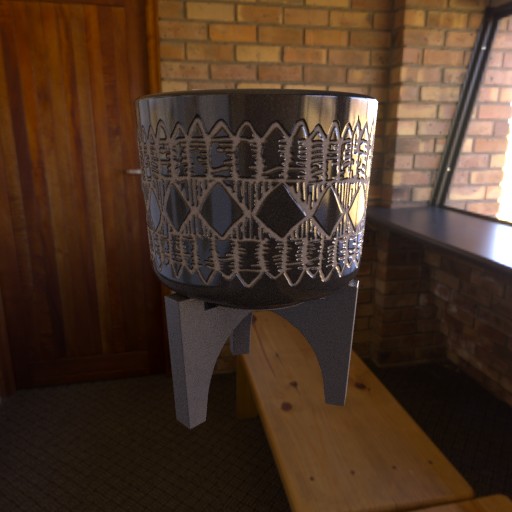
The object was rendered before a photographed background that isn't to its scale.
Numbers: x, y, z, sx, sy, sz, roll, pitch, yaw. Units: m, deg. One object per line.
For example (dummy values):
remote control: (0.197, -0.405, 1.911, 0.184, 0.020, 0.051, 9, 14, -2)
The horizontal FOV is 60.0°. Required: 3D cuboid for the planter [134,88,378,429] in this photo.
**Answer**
planter: (0.000, 0.000, 0.399, 0.196, 0.264, 0.196, -14, 20, -42)
